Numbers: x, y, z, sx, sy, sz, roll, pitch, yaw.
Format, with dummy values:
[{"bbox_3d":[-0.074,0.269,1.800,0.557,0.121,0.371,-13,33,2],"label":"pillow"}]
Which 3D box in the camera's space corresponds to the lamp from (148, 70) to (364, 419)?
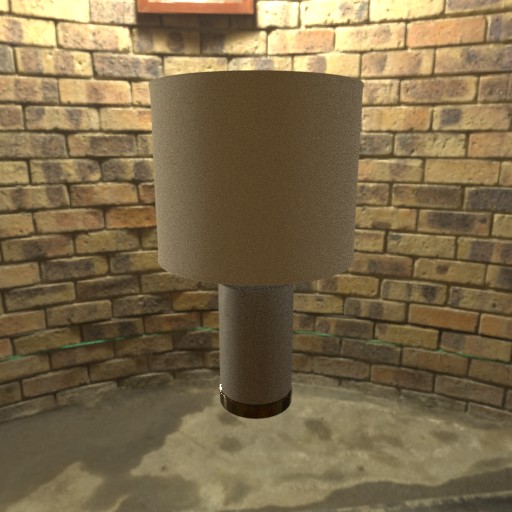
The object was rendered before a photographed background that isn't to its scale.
[{"bbox_3d":[0.000,0.000,0.529,0.229,0.380,0.229,0,14,0],"label":"lamp"}]
